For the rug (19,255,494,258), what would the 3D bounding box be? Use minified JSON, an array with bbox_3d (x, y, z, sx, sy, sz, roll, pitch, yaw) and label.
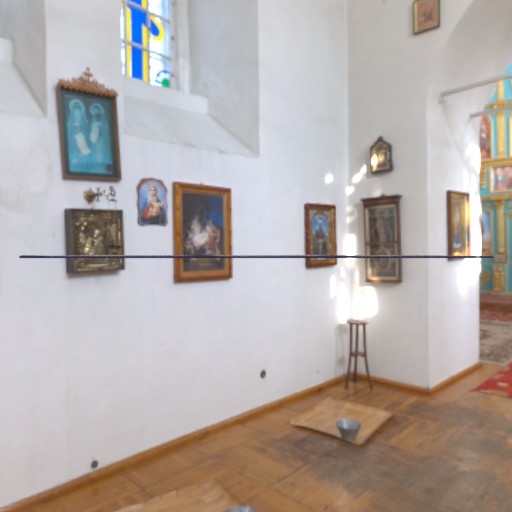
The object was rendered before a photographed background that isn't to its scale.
[{"bbox_3d":[0.000,0.000,2.243,1.781,0.012,1.184,0,0,-1],"label":"rug"}]
